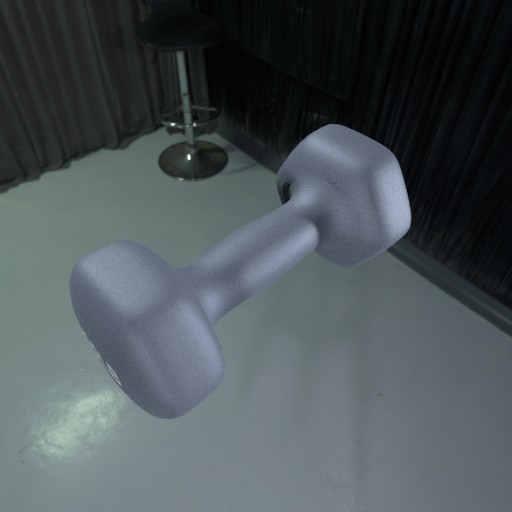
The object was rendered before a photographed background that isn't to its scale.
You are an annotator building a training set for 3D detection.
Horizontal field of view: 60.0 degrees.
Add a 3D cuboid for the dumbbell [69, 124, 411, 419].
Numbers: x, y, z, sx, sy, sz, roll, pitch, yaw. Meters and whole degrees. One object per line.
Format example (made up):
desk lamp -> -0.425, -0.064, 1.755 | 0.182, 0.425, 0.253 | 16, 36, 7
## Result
dumbbell -> 0.000, 0.000, 0.309 | 0.240, 0.105, 0.116 | -33, 55, -28
